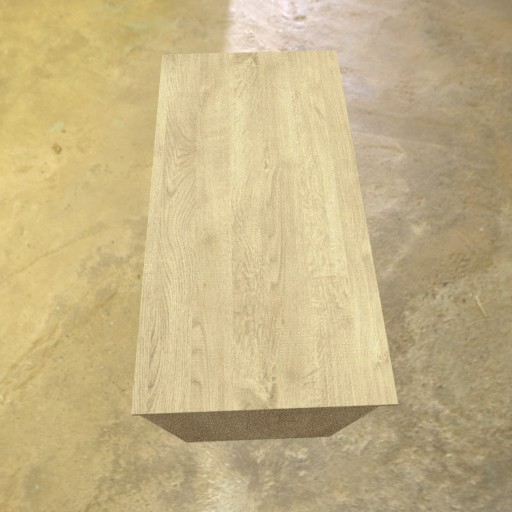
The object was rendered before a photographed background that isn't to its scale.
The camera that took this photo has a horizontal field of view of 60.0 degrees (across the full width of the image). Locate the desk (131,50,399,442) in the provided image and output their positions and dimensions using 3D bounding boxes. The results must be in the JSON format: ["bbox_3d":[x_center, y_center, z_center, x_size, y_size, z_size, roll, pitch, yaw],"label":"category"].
[{"bbox_3d":[0.000,0.000,1.503,0.560,0.735,1.097,-2,63,-1],"label":"desk"}]
